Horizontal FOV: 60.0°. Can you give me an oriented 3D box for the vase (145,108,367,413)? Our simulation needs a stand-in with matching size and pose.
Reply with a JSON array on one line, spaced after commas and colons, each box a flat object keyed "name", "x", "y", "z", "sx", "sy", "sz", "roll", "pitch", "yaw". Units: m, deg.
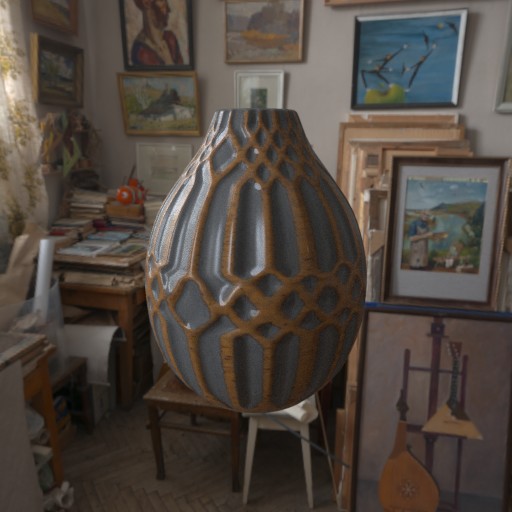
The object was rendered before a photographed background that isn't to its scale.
[{"name": "vase", "x": 0.000, "y": 0.000, "z": 0.140, "sx": 0.069, "sy": 0.088, "sz": 0.069, "roll": 0, "pitch": 16, "yaw": 0}]
